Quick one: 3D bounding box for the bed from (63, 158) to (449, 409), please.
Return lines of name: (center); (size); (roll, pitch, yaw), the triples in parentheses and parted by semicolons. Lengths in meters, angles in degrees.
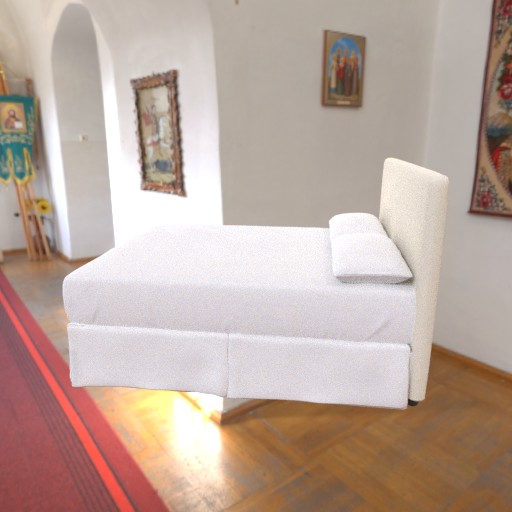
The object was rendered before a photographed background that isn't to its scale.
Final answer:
bed: (0.000, 0.000, 3.197); (2.147, 1.330, 1.714); (2, 16, 8)
